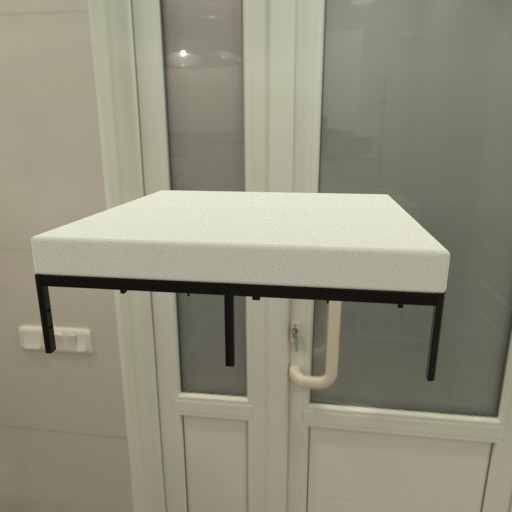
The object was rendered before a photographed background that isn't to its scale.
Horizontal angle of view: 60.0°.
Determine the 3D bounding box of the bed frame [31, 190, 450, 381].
[{"bbox_3d":[0.000,0.000,3.142,2.079,0.659,1.963,2,16,8],"label":"bed frame"}]
